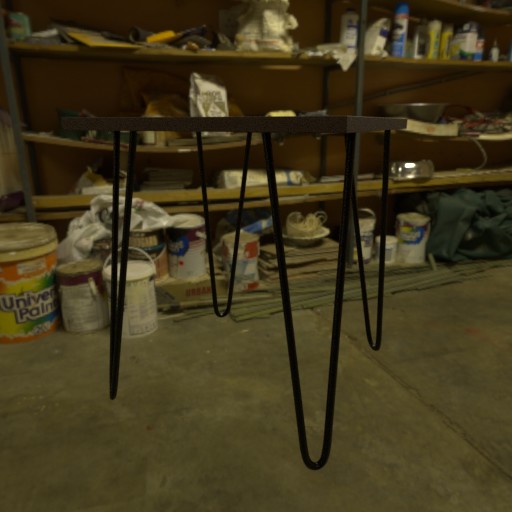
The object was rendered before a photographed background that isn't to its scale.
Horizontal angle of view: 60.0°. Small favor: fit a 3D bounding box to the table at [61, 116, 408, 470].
[{"bbox_3d":[0.000,0.000,0.942,0.495,0.559,0.495,8,19,25],"label":"table"}]
